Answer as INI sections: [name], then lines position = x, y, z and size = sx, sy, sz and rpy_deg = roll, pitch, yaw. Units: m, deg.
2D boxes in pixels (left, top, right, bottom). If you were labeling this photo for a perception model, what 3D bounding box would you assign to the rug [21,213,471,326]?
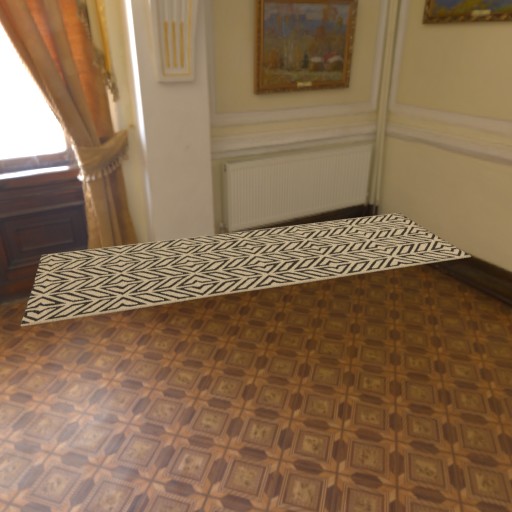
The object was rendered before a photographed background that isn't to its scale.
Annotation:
[rug]
position = 0.000, 0.000, 2.627
size = 2.435, 0.009, 0.750
rpy_deg = -8, 27, -15
